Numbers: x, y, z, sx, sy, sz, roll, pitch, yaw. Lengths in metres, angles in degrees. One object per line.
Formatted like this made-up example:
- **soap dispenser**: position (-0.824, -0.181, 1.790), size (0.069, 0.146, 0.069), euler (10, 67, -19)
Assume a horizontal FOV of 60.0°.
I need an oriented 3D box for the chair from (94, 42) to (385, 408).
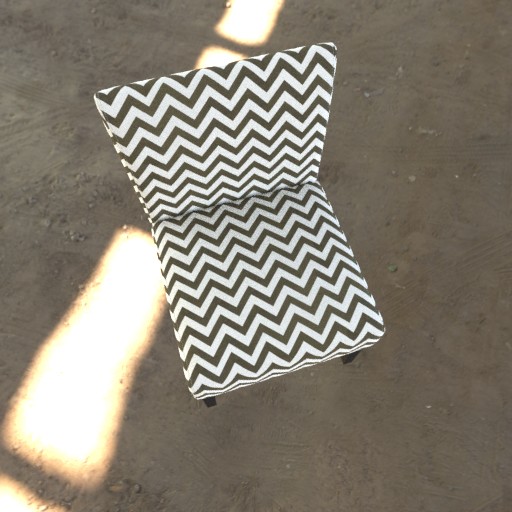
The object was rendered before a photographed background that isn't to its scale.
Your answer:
- **chair**: position (0.000, 0.000, 1.282), size (0.589, 0.838, 0.648), euler (-15, 64, -8)
